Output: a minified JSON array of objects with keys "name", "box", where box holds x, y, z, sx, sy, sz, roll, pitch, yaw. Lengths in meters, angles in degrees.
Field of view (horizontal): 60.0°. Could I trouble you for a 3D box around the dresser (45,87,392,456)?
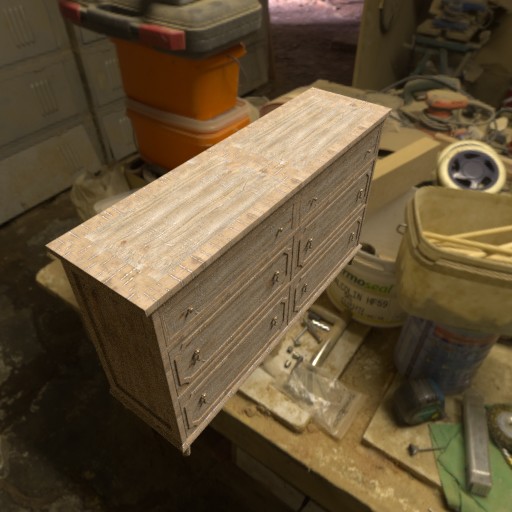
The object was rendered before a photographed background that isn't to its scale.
[{"name":"dresser","box":[0.000,0.000,2.129,0.457,1.016,1.626,26,48,26]}]
